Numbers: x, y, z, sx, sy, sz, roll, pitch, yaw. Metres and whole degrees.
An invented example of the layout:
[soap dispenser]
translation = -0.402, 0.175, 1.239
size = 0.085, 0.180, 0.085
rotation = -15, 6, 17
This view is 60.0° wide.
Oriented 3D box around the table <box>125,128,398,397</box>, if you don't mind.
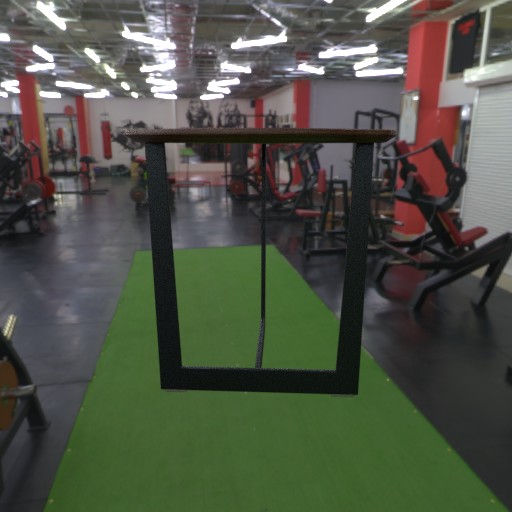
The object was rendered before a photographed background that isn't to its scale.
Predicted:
[table]
translation = 0.000, 0.000, 0.878
size = 0.477, 0.476, 0.494
rotation = -2, 15, -7
